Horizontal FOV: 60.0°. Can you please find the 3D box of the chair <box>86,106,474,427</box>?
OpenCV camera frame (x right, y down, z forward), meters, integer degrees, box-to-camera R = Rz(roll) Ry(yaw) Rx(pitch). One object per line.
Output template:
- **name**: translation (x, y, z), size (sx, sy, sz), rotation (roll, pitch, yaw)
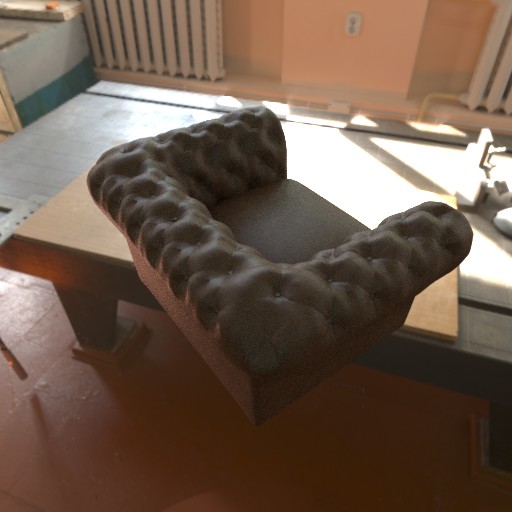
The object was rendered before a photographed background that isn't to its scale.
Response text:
- **chair**: translation (0.000, 0.000, 1.867), size (0.954, 0.784, 1.298), rotation (-26, 47, -27)
